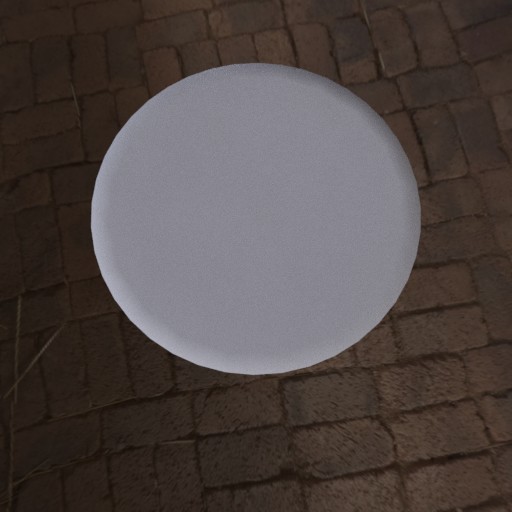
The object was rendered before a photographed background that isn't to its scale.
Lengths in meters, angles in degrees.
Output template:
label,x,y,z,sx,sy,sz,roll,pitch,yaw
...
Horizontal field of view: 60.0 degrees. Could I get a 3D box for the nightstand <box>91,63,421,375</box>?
label,x,y,z,sx,sy,sz,roll,pitch,yaw
nightstand,0.000,0.000,1.007,0.513,0.653,0.513,-34,78,-8
